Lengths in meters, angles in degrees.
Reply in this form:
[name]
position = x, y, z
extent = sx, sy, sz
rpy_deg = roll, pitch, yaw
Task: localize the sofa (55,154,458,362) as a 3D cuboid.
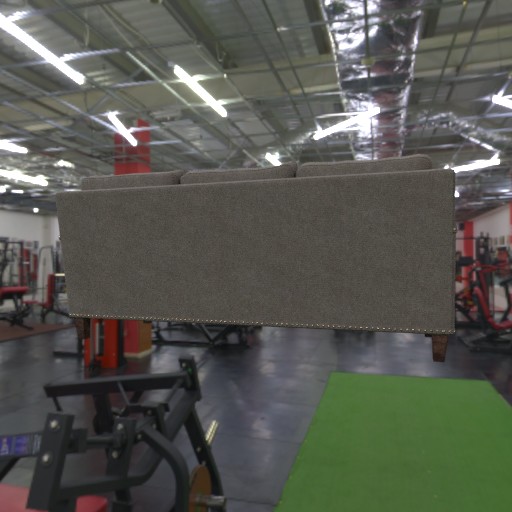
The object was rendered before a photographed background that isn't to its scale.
[sofa]
position = 0.000, 0.000, 2.791
extent = 2.226, 1.042, 1.034
rpy_deg = 0, -1, 18
